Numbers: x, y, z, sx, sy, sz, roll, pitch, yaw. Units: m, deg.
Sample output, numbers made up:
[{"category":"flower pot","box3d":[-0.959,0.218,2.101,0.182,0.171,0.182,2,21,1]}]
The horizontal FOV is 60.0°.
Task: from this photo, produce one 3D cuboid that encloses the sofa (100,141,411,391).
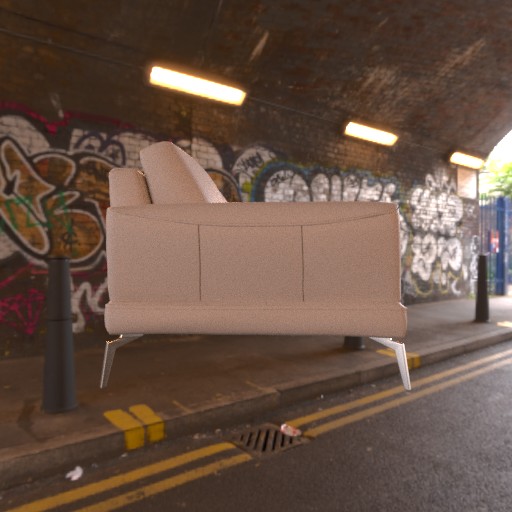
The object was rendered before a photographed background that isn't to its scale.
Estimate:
[{"category":"sofa","box3d":[0.000,0.000,2.439,1.121,0.930,1.819,0,1,1]}]
